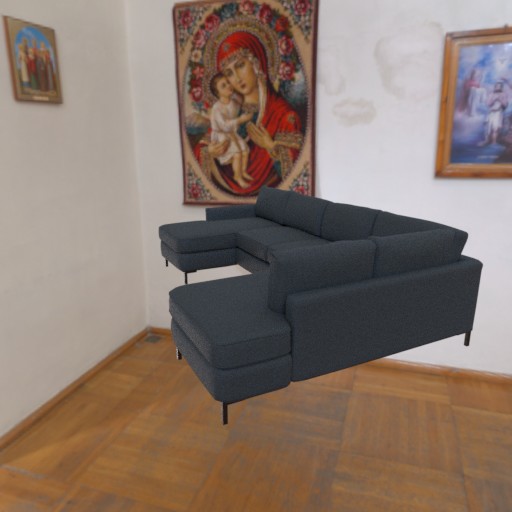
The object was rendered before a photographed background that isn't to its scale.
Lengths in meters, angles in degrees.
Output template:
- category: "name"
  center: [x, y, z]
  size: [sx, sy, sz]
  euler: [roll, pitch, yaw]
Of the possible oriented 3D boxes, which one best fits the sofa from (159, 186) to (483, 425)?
- category: "sofa"
  center: [0.000, 0.000, 3.821]
  size: [1.984, 0.858, 2.975]
  euler: [-8, 18, -26]
